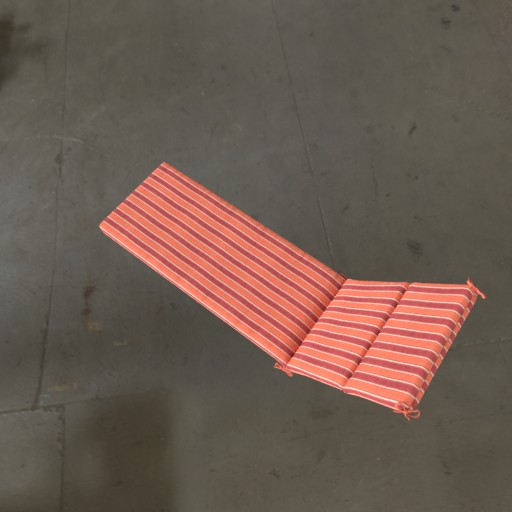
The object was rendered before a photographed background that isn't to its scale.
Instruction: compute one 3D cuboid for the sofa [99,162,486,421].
[{"bbox_3d":[0.000,0.000,1.949,1.663,0.622,0.582,34,69,15],"label":"sofa"}]
